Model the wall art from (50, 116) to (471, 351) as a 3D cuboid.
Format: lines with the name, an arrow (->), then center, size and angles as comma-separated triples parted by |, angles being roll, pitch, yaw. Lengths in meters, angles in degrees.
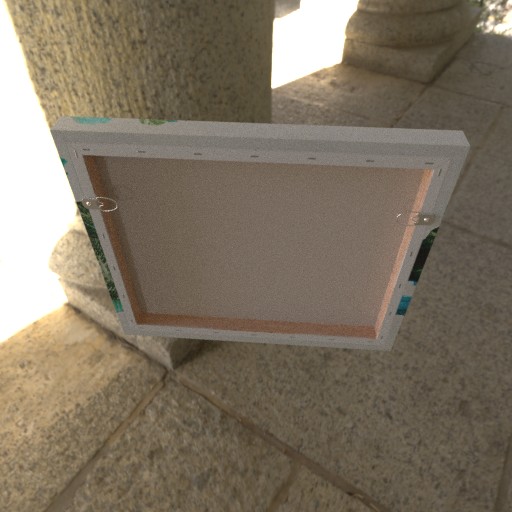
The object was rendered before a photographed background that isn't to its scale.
wall art -> 0.000, 0.000, 0.698 | 0.507, 0.435, 0.041 | 3, 45, 3
